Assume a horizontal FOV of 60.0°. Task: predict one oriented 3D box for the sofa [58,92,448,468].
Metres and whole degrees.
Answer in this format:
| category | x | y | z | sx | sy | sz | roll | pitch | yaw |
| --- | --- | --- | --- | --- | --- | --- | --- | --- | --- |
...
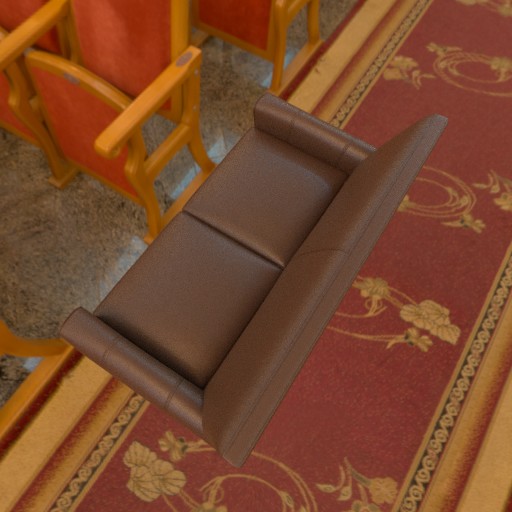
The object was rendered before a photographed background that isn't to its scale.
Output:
| category | x | y | z | sx | sy | sz | roll | pitch | yaw |
| --- | --- | --- | --- | --- | --- | --- | --- | --- | --- |
| sofa | 0.000 | 0.000 | 1.933 | 0.853 | 0.859 | 1.468 | 30 | 67 | 14 |
